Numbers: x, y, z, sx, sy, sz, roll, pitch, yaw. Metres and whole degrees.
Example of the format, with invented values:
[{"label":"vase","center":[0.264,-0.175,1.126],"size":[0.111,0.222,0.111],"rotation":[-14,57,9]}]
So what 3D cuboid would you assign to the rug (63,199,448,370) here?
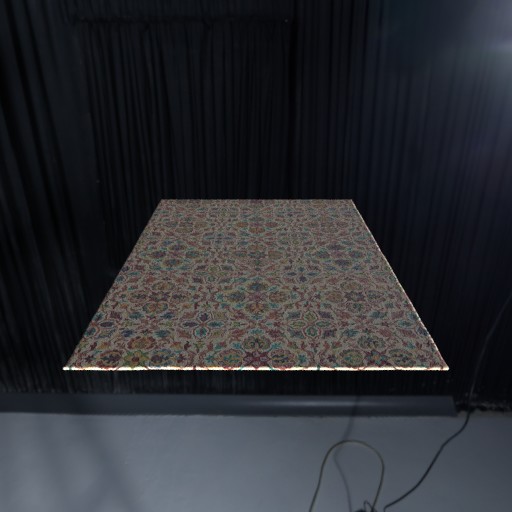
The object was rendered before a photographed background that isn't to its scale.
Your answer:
[{"label":"rug","center":[0.000,0.000,4.237],"size":[2.446,0.020,3.215],"rotation":[0,26,0]}]
